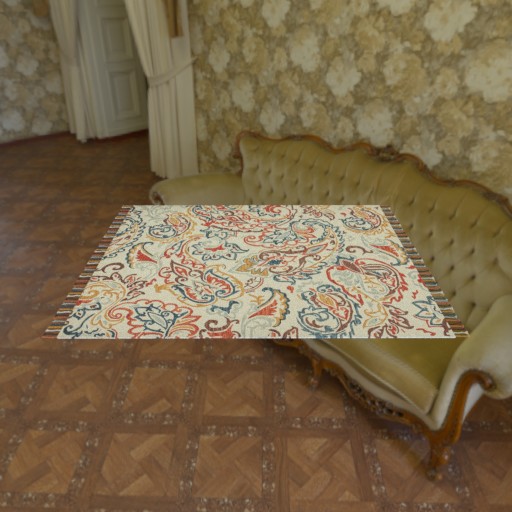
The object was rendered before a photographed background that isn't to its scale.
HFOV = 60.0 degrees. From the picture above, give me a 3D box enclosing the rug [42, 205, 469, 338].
[{"bbox_3d":[0.000,0.000,4.427,3.274,0.015,2.439,0,31,0],"label":"rug"}]
